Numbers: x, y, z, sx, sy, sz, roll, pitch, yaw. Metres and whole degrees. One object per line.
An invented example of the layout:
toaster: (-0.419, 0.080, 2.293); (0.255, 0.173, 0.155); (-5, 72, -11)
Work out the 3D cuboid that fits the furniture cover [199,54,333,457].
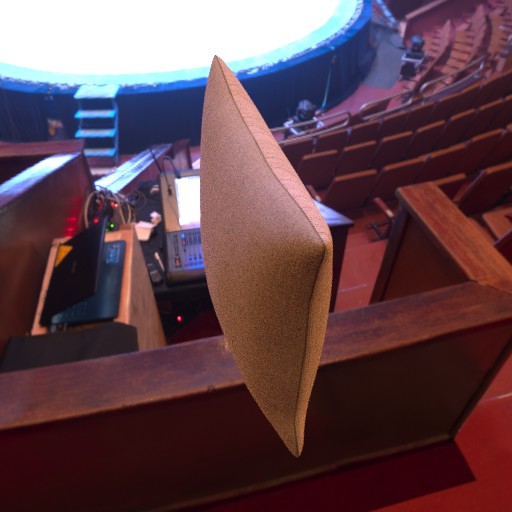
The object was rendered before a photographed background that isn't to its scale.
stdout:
furniture cover: (0.000, 0.000, 0.767); (0.178, 0.506, 0.512); (-11, 46, -11)
